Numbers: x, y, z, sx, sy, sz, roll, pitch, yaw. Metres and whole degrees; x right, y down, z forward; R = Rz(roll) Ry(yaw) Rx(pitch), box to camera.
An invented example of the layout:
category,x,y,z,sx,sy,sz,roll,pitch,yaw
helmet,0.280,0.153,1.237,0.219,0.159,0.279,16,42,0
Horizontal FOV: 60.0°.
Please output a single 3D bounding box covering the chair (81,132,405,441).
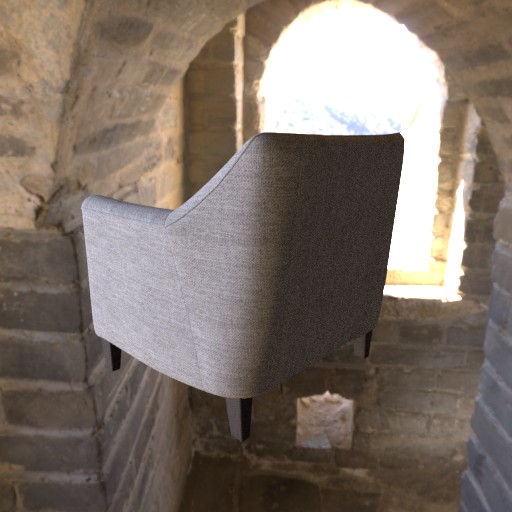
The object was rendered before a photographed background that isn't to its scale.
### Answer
category,x,y,z,sx,sy,sz,roll,pitch,yaw
chair,0.000,0.000,1.414,0.758,0.761,0.796,15,21,42
